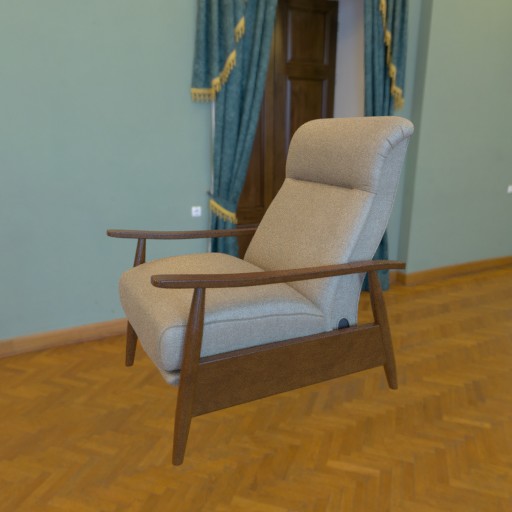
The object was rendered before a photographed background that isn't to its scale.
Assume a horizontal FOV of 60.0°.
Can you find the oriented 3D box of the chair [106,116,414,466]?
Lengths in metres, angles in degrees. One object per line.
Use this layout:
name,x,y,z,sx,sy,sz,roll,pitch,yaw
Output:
chair,0.000,0.000,1.793,1.030,1.082,0.762,-8,18,-27
